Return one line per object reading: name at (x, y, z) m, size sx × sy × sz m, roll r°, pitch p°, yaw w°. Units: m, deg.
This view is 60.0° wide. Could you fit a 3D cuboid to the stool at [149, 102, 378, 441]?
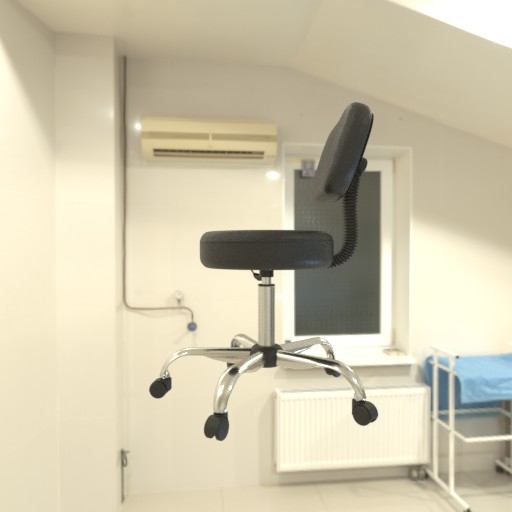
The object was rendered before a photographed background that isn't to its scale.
stool at (0.000, 0.000, 1.355) m, size 0.648 × 0.862 × 0.673 m, roll 0°, pitch 1°, yaw 0°
